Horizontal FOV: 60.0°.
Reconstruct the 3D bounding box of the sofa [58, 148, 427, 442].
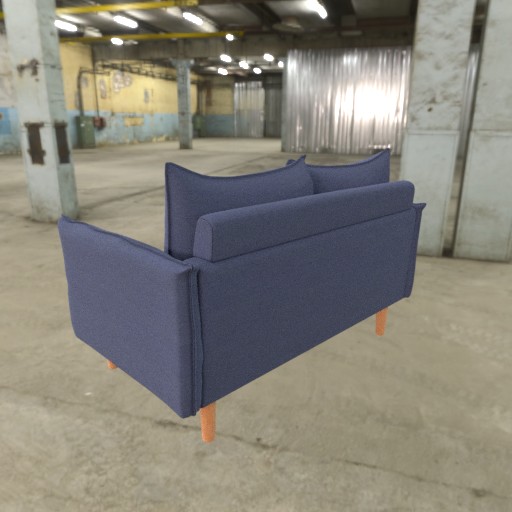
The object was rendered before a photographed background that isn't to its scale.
[{"bbox_3d":[0.000,0.000,1.810,0.820,0.840,1.300,16,23,43],"label":"sofa"}]
